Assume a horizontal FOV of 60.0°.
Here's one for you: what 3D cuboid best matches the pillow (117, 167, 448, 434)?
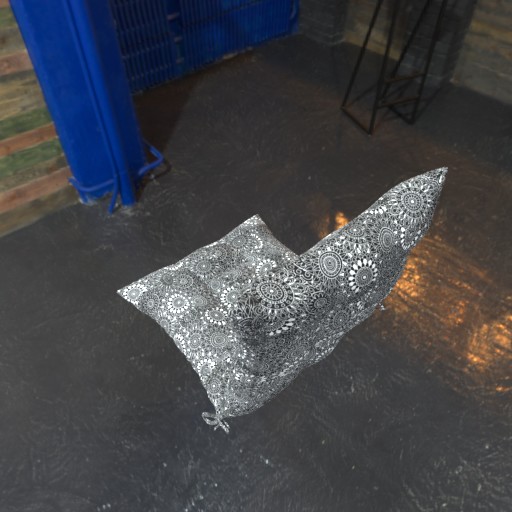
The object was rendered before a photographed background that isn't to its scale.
[{"bbox_3d":[0.000,0.000,1.013,0.541,0.536,0.585,-32,55,-26],"label":"pillow"}]
